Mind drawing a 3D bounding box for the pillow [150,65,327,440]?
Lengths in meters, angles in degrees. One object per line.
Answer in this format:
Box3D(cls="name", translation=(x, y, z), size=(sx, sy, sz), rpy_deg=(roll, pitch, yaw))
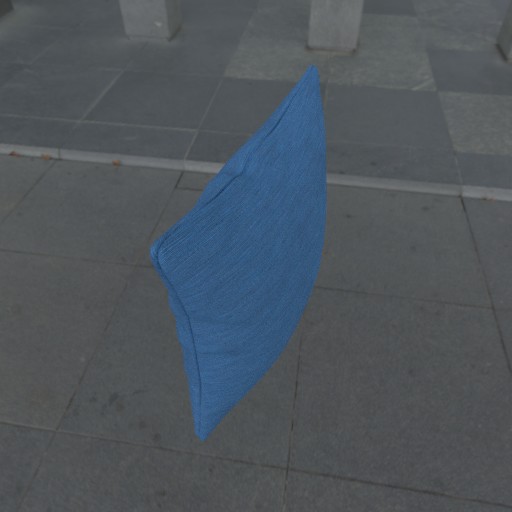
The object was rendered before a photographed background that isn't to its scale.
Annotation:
Box3D(cls="pillow", translation=(0.000, 0.000, 0.672), size=(0.177, 0.420, 0.437), rpy_deg=(18, 48, 17))
